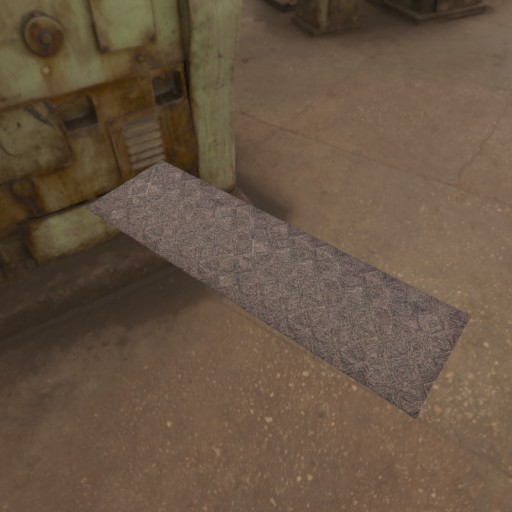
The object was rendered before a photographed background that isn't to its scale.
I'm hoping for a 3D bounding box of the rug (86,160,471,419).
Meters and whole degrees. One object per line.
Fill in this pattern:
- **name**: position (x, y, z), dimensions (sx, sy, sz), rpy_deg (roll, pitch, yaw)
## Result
- **rug**: position (0.000, 0.000, 2.589), dimensions (2.296, 0.011, 0.691), rpy_deg (29, 53, 25)
